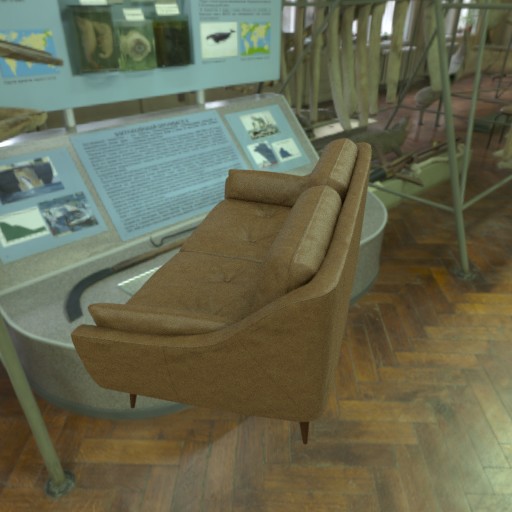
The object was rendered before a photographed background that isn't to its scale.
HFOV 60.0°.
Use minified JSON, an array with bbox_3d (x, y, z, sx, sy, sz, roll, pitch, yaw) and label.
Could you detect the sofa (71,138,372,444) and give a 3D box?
[{"bbox_3d":[0.000,0.000,2.259,0.981,0.886,1.731,9,32,14],"label":"sofa"}]
